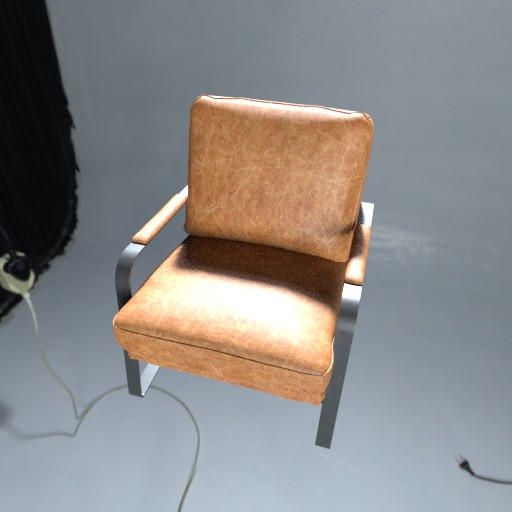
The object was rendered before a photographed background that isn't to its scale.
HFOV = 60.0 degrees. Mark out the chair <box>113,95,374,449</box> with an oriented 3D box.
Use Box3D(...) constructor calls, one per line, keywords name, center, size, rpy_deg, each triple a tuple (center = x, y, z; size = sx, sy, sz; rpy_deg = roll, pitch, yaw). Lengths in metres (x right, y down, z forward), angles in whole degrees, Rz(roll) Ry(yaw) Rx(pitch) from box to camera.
Box3D(name="chair", center=(0.000, 0.000, 1.365), size=(0.651, 0.777, 0.801), rpy_deg=(11, 41, 12))
